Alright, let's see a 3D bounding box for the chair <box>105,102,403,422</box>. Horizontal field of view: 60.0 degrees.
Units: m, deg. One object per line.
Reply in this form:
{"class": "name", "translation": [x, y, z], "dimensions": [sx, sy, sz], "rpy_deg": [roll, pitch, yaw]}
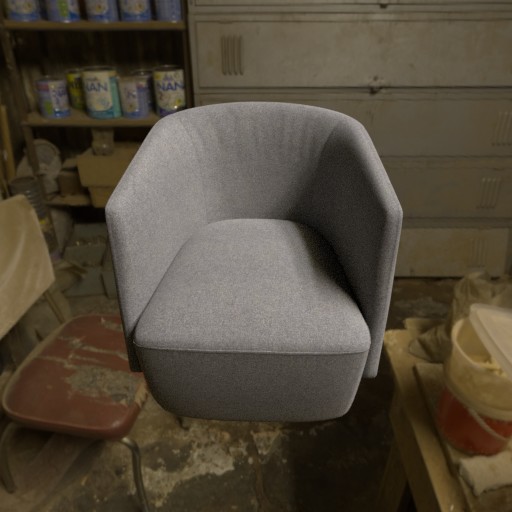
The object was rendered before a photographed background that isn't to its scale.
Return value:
{"class": "chair", "translation": [0.000, 0.000, 1.567], "dimensions": [0.822, 0.861, 0.986], "rpy_deg": [1, 31, 2]}
